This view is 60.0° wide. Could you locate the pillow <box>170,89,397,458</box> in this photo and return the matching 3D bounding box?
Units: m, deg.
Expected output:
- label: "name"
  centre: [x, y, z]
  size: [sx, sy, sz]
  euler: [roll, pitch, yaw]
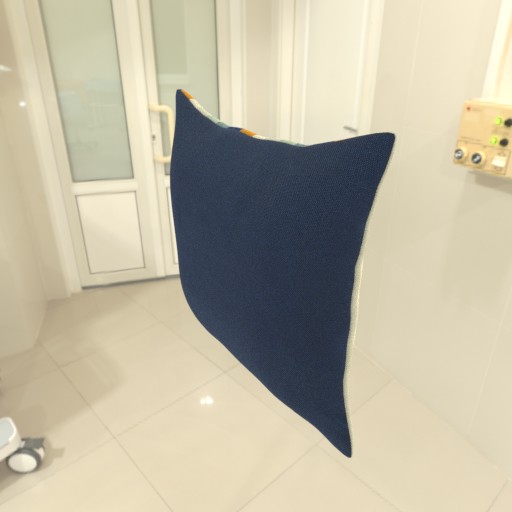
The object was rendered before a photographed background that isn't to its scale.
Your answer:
- label: "pillow"
  centre: [0.000, 0.000, 0.695]
  size: [0.173, 0.454, 0.463]
  euler: [-18, 31, -31]
